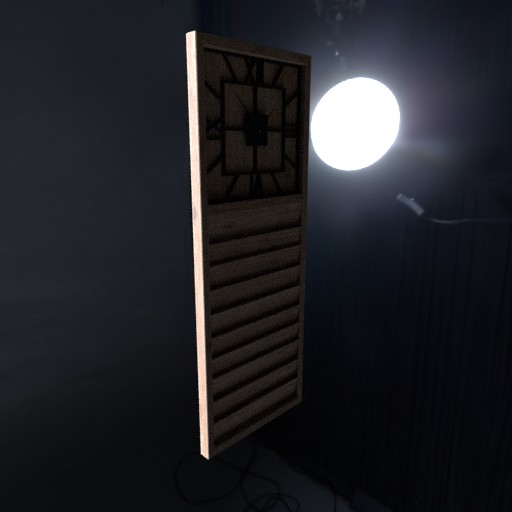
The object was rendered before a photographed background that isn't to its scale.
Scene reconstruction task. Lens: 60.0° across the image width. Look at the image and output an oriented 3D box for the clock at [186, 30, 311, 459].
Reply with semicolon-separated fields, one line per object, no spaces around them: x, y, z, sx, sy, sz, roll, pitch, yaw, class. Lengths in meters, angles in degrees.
0.000;0.000;1.105;0.030;0.965;0.361;14;20;43;clock
